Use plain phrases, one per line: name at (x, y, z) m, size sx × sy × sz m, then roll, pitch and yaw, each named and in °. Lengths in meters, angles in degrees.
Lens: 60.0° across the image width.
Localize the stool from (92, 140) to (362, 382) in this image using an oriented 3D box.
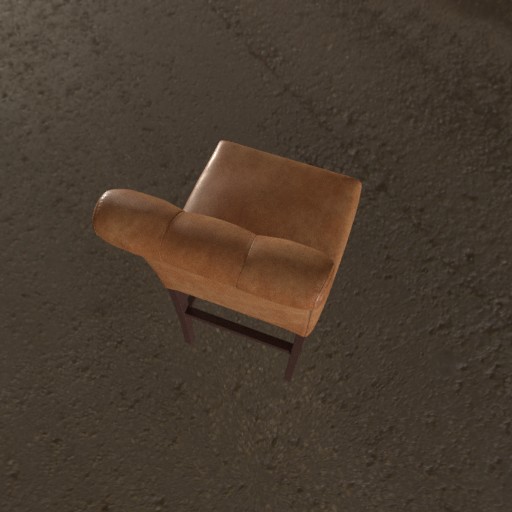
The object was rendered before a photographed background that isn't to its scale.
stool at (0.000, 0.000, 1.358) m, size 0.493 × 1.047 × 0.601 m, roll 18°, pitch 64°, yaw 9°
